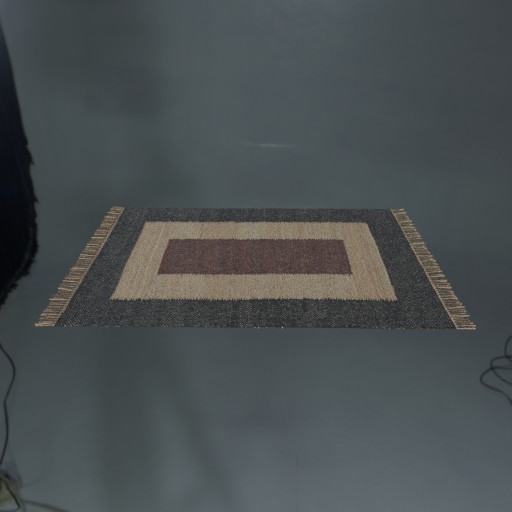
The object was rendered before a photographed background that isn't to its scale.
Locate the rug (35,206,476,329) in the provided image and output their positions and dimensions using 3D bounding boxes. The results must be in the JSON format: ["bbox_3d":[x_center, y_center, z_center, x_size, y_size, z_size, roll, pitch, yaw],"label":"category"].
[{"bbox_3d":[0.000,0.000,2.520,2.021,0.027,1.224,0,32,1],"label":"rug"}]
